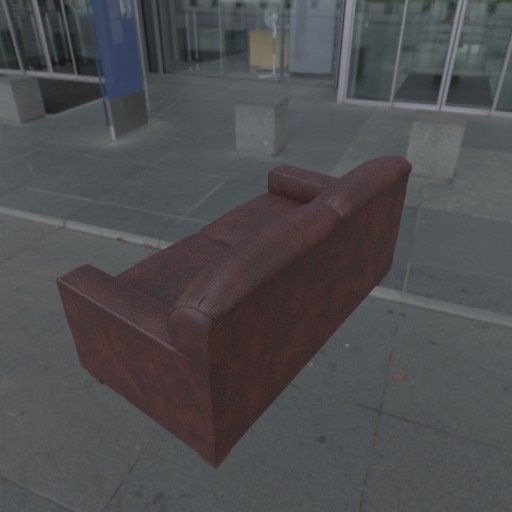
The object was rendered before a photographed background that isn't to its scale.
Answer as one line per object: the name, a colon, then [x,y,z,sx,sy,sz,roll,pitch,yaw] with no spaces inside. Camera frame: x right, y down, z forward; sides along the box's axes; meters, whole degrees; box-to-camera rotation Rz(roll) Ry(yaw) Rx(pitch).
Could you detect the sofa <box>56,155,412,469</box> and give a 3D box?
sofa: [0.000,0.000,2.477,1.000,0.966,1.856,22,38,31]
